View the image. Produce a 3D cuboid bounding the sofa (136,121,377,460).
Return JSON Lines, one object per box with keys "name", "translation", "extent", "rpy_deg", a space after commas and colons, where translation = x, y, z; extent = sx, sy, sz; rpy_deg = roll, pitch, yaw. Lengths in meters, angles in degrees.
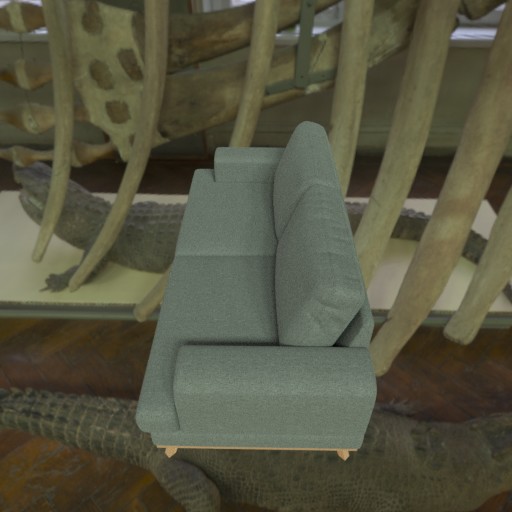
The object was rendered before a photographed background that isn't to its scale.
{"name": "sofa", "translation": [0.000, 0.000, 2.065], "extent": [0.785, 0.810, 1.650], "rpy_deg": [1, 40, 1]}
